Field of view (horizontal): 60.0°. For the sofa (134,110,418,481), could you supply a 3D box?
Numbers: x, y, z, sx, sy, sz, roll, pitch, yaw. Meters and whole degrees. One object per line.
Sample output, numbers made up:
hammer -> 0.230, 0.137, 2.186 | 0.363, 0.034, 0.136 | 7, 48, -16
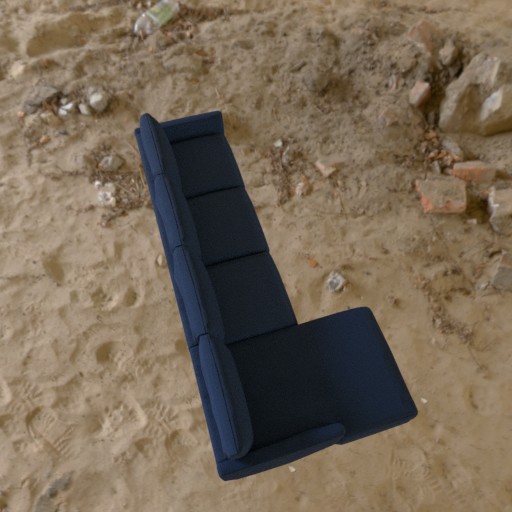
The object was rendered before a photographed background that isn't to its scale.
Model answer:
sofa -> 0.000, 0.000, 2.900 | 1.128, 0.679, 2.450 | -15, 62, -9
